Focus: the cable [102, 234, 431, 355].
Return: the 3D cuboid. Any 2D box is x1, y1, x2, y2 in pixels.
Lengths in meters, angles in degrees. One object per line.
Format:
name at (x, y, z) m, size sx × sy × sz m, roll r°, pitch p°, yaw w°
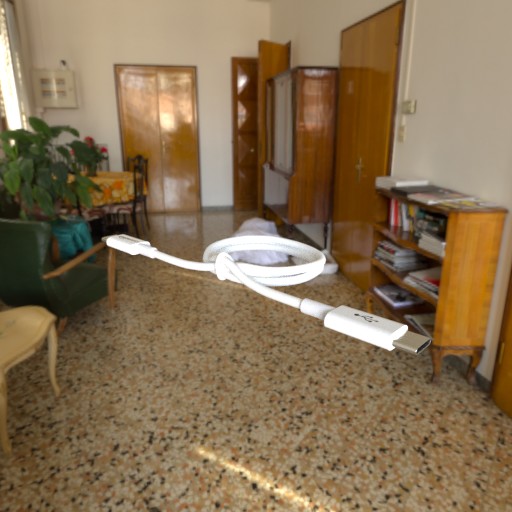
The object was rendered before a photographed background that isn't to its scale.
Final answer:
cable at (0.000, 0.000, 0.229) m, size 0.203 × 0.014 × 0.070 m, roll 15°, pitch 23°, yaw 41°
